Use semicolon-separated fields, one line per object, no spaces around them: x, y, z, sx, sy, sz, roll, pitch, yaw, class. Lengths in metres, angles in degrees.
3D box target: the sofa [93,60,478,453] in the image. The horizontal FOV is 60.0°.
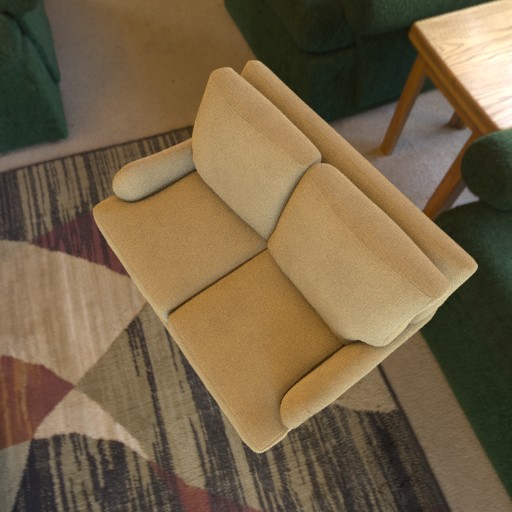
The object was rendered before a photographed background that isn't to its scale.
0.000;0.000;2.158;1.087;0.999;1.480;-34;69;-15;sofa
